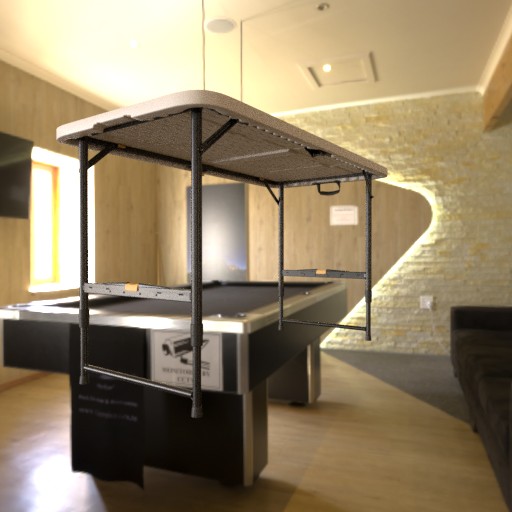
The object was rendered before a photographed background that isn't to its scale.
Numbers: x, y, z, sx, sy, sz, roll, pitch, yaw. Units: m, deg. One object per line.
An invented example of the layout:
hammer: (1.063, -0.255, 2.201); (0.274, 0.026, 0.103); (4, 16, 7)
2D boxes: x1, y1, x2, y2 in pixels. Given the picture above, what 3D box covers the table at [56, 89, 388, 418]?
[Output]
table: (0.000, 0.000, 1.611); (0.611, 0.737, 1.245); (0, 1, 35)
